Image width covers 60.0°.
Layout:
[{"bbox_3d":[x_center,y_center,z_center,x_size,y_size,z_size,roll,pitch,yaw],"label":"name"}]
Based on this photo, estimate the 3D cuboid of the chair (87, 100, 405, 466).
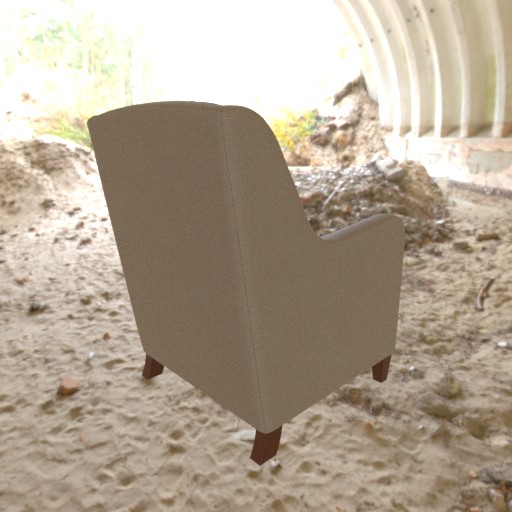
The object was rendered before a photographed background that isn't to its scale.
[{"bbox_3d":[0.000,0.000,1.588,0.863,1.010,0.715,-14,20,-41],"label":"chair"}]
